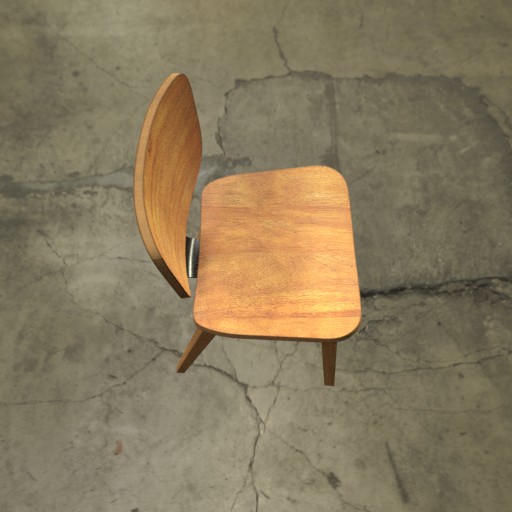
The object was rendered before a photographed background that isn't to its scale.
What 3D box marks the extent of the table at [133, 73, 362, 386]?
[{"bbox_3d":[0.000,0.000,1.134,0.500,0.805,0.499,0,63,0],"label":"table"}]
